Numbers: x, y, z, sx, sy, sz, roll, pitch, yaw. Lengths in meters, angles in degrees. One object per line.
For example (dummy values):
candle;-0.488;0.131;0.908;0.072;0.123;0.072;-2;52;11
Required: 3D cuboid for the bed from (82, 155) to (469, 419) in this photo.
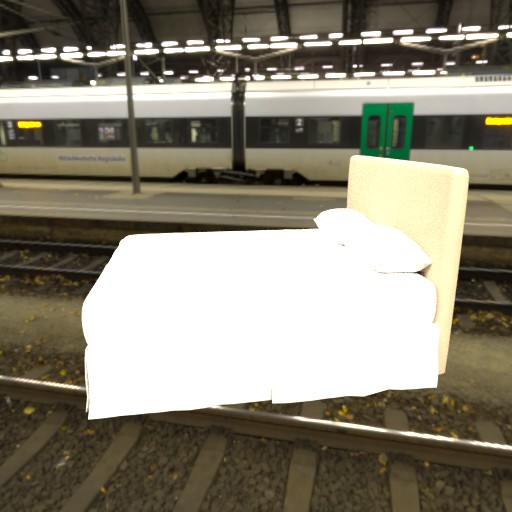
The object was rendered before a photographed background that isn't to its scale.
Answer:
bed;0.000;0.000;3.160;2.142;1.330;1.723;-2;15;-8
